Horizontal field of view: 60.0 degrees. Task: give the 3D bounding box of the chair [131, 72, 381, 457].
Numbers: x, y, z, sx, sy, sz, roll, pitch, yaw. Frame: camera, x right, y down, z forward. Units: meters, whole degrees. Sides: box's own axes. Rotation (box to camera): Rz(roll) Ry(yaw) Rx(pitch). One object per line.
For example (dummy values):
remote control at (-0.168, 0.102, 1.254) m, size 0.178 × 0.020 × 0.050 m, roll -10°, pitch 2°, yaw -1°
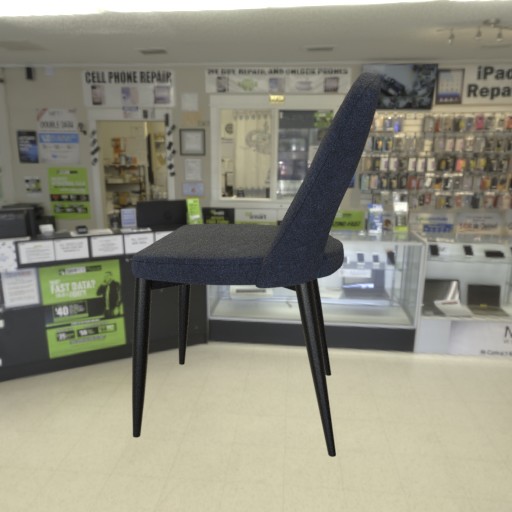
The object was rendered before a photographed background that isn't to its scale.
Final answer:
chair at (0.000, 0.000, 1.247) m, size 0.612 × 0.931 × 0.470 m, roll 2°, pitch 14°, yaw 7°
